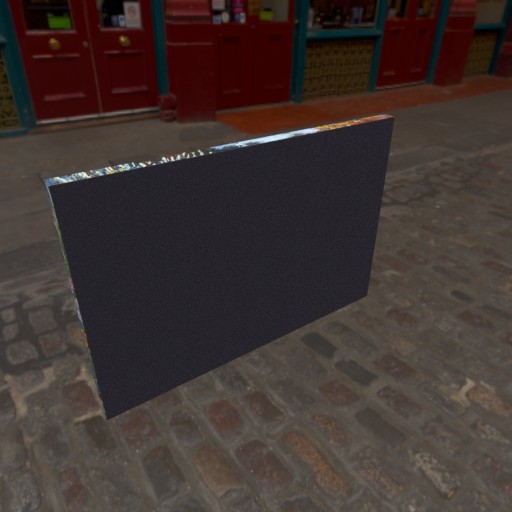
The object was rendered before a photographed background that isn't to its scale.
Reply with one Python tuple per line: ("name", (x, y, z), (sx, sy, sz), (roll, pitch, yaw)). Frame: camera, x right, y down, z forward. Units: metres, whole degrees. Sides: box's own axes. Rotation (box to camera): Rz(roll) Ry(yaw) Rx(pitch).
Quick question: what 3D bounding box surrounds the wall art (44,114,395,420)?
("wall art", (0.000, 0.000, 1.162), (0.908, 0.604, 0.037), (-19, 35, -30))
